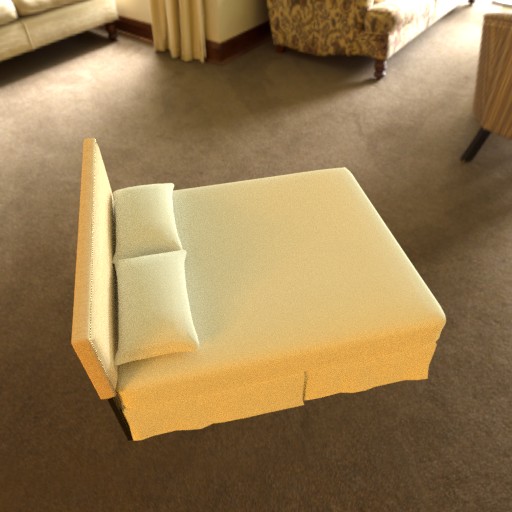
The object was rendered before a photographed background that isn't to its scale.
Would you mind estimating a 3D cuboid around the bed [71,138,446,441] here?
[{"bbox_3d":[0.000,0.000,2.795,1.876,1.016,1.616,-10,46,-9],"label":"bed"}]
